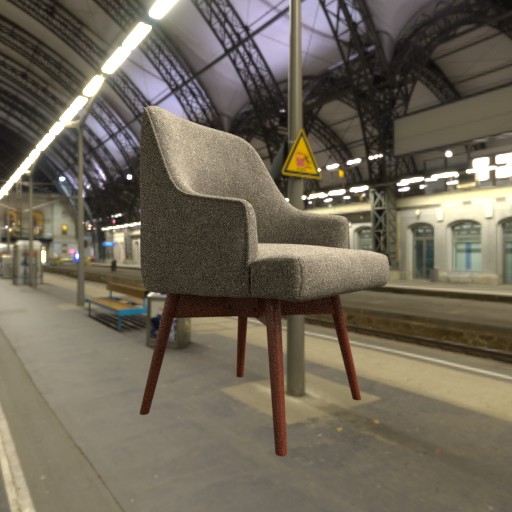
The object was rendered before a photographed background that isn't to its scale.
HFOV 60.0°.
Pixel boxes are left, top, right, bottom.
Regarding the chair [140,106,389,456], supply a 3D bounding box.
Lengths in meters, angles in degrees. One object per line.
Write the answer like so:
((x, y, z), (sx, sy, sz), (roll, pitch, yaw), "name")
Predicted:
((0.000, 0.000, 1.289), (0.629, 0.875, 0.608), (0, 0, 34), "chair")
